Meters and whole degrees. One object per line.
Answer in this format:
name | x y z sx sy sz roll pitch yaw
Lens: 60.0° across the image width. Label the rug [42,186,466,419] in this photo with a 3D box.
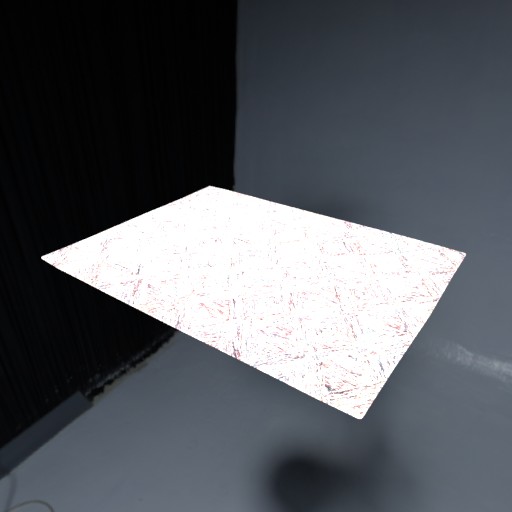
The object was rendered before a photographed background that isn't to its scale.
rug | 0.000 0.000 4.169 3.226 0.024 2.436 19 34 31
